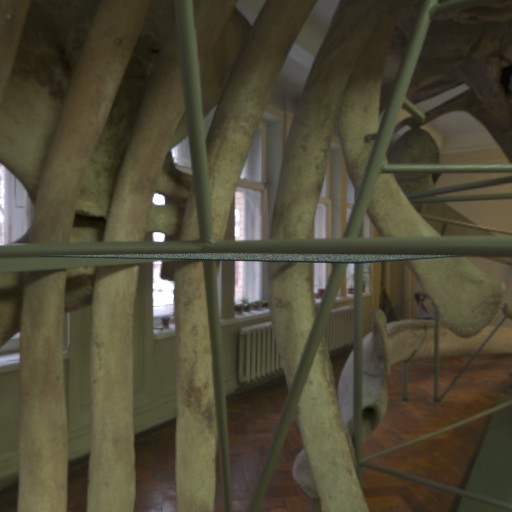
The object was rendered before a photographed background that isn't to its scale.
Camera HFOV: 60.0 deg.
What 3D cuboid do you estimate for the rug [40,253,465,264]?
[{"bbox_3d":[0.000,0.000,4.049,3.048,0.010,2.438,1,1,36],"label":"rug"}]
